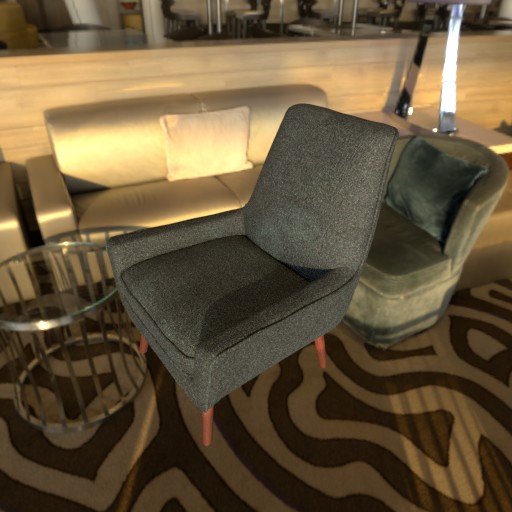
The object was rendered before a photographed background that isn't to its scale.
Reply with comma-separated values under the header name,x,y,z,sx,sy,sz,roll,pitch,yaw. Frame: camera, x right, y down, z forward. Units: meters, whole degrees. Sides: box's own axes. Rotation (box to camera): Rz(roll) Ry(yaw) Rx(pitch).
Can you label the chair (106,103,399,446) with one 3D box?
name,x,y,z,sx,sy,sz,roll,pitch,yaw
chair,0.000,0.000,1.563,0.859,0.883,0.763,-20,36,-30
